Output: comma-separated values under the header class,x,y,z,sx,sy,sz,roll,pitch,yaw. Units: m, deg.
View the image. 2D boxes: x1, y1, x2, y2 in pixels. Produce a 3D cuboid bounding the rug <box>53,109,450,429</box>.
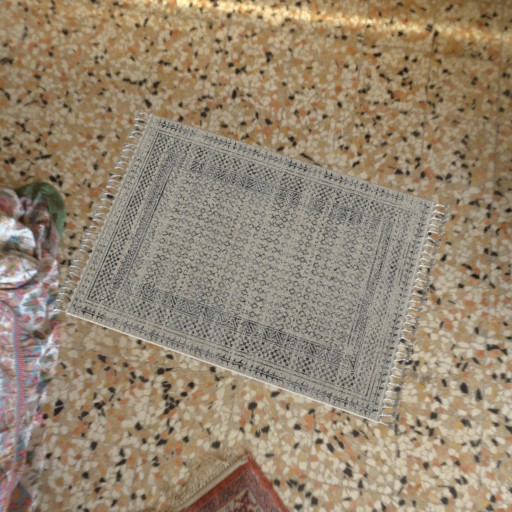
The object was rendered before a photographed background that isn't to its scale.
class,x,y,z,sx,sy,sz,roll,pitch,yaw
rug,0.000,0.000,2.386,1.872,0.013,1.243,18,78,4
